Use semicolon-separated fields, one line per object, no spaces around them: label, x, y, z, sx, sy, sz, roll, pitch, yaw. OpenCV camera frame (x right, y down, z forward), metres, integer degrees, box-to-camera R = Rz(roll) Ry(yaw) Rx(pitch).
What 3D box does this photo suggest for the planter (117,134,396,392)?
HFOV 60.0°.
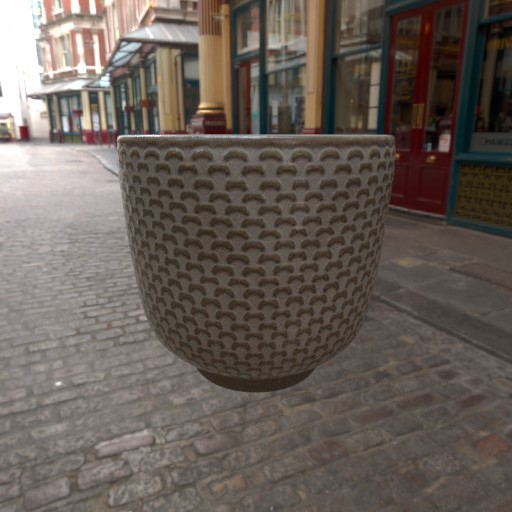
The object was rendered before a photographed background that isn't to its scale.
planter;0.000;0.000;0.304;0.173;0.160;0.173;0;15;0
